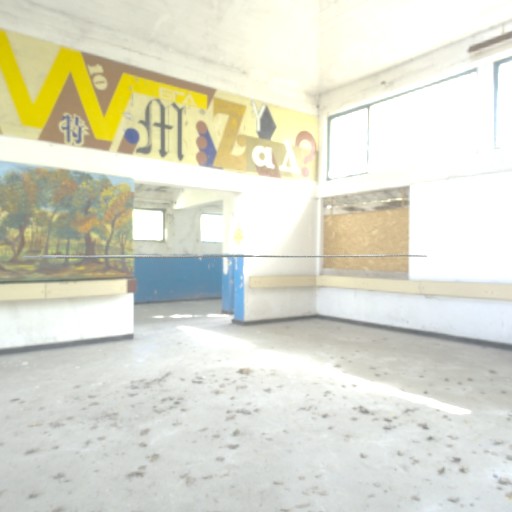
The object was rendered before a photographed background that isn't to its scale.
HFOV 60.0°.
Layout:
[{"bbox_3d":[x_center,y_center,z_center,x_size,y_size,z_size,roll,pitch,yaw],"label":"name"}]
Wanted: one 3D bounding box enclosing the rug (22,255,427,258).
[{"bbox_3d":[0.000,0.000,2.704,2.439,0.013,0.762,0,0,-37],"label":"rug"}]
